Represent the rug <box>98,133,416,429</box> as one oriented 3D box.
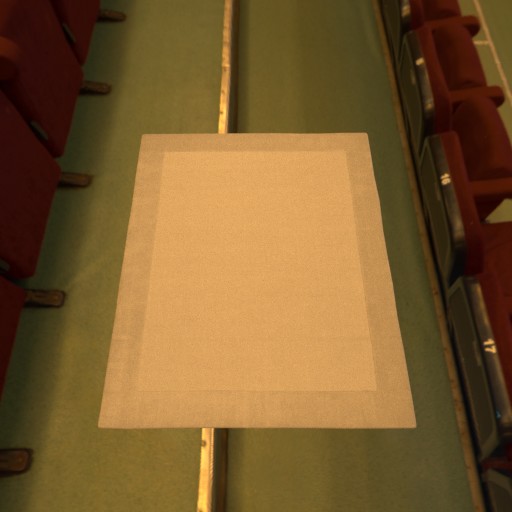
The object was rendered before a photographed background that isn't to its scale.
[{"bbox_3d":[0.000,0.000,4.058,2.430,0.018,2.976,0,62,0],"label":"rug"}]
